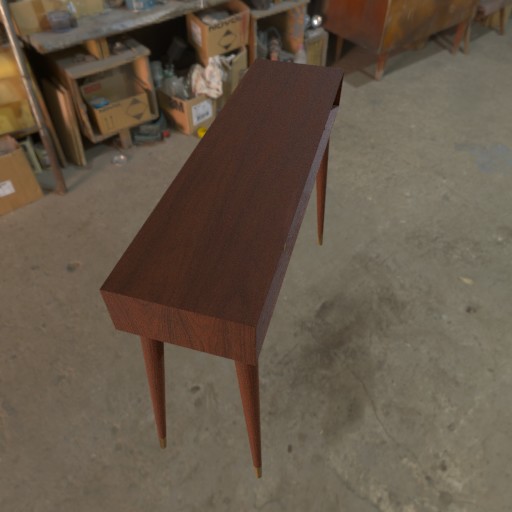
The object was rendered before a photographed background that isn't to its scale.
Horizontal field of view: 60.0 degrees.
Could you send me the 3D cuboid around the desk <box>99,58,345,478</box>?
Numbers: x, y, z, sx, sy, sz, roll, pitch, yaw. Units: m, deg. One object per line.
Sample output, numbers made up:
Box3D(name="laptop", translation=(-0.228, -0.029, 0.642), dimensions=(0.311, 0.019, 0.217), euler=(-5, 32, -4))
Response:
Box3D(name="desk", translation=(0.000, 0.000, 1.633), dimensions=(0.384, 0.917, 1.204), euler=(12, 48, 11))
